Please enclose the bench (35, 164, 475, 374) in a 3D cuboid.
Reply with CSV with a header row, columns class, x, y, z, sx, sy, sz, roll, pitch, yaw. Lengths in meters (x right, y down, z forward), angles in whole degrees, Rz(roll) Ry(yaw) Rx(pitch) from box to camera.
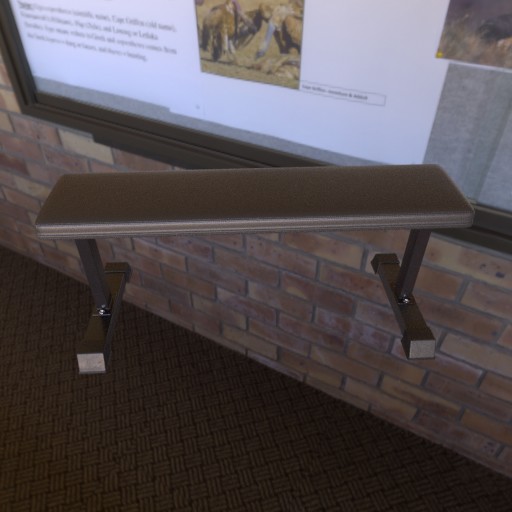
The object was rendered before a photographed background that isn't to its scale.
class,x,y,z,sx,sy,sz,roll,pitch,yaw
bench,0.000,0.000,1.281,1.072,0.453,0.439,-2,40,-2
